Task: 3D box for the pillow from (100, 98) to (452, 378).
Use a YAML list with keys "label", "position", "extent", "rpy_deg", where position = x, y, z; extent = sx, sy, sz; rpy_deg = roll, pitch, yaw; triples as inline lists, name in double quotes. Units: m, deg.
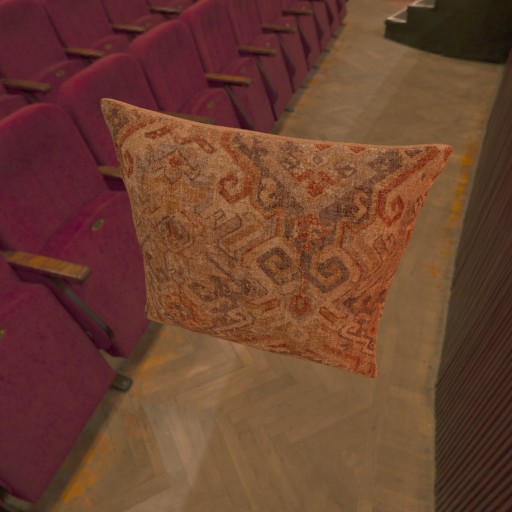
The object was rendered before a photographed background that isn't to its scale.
- label: "pillow"
  position: [0.000, 0.000, 0.787]
  extent: [0.523, 0.506, 0.166]
  rpy_deg: [12, 43, 13]
